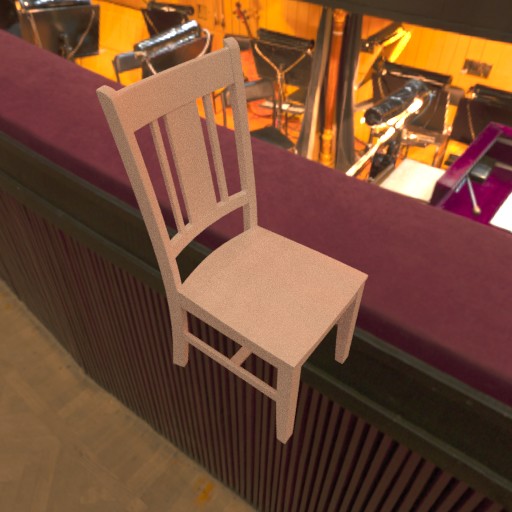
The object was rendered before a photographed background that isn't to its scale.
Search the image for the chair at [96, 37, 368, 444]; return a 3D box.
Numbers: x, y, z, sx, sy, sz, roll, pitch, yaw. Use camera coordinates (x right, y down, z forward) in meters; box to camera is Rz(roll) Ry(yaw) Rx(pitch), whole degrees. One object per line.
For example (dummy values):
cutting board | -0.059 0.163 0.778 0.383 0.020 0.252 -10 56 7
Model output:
chair | 0.000 0.000 1.288 0.555 0.998 0.450 27 49 26
